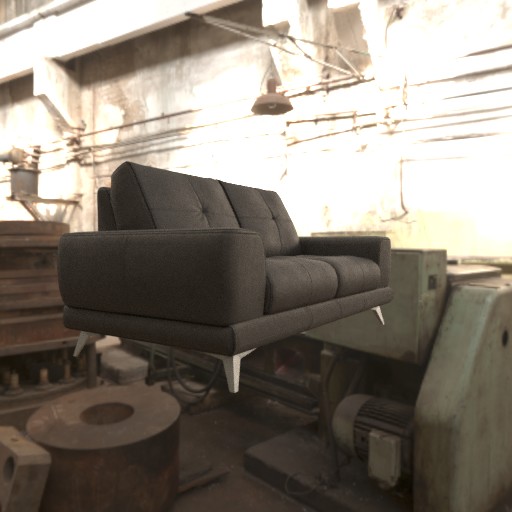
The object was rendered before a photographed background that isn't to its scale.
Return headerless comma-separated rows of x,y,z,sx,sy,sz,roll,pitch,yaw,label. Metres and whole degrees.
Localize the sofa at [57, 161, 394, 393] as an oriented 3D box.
0.000,0.000,2.454,1.018,0.907,1.806,1,1,34,sofa
